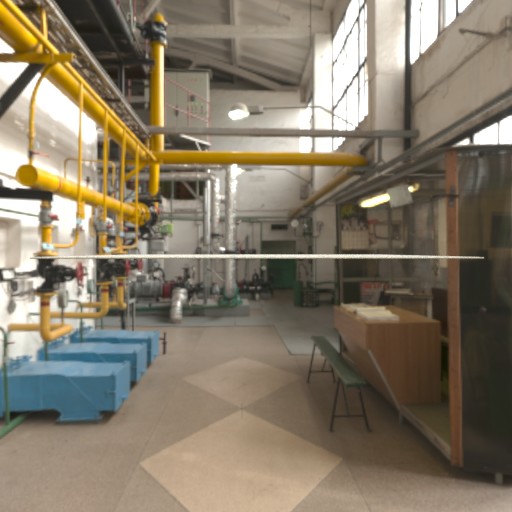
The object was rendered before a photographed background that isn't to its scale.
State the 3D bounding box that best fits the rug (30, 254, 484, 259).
[{"bbox_3d":[0.000,0.000,4.080,2.980,0.012,2.363,0,1,-1],"label":"rug"}]
